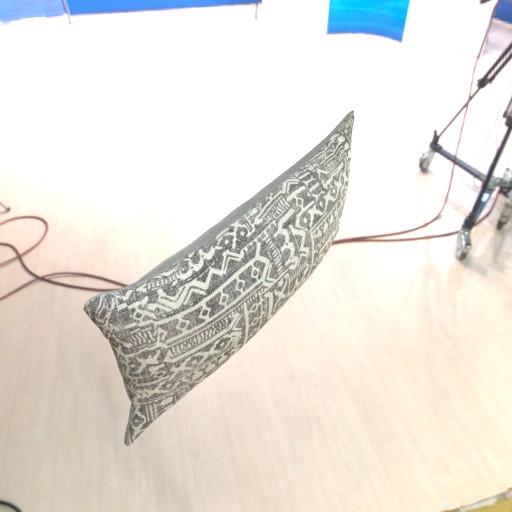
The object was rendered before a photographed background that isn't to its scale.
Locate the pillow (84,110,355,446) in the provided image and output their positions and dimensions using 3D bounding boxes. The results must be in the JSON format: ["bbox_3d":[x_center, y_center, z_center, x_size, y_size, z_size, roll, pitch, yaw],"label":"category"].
[{"bbox_3d":[0.000,0.000,0.736,0.148,0.290,0.631,26,48,26],"label":"pillow"}]
